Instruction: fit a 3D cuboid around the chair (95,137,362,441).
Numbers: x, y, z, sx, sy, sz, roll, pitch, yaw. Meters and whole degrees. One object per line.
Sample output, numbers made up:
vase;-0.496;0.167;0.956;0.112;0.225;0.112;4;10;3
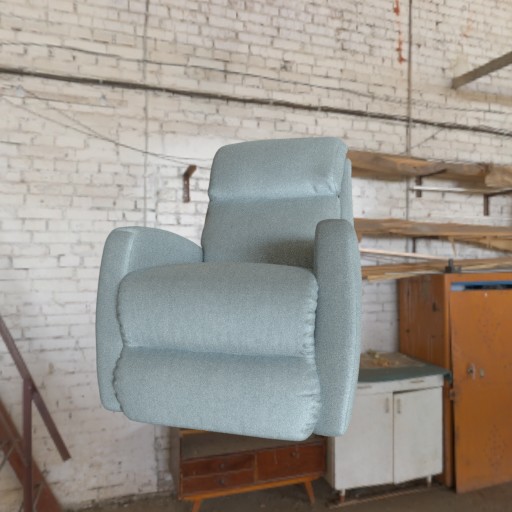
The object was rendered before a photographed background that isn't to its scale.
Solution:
chair;0.000;0.000;1.630;0.794;1.016;0.940;0;0;17
